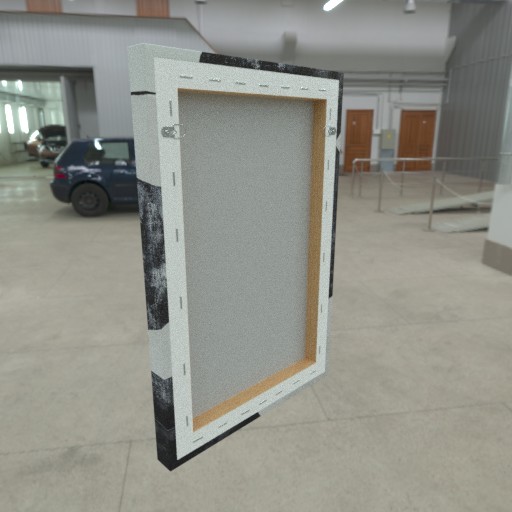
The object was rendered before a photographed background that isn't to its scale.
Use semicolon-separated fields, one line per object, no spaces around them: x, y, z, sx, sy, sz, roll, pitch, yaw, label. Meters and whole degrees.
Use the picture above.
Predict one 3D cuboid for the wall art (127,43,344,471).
0.000;0.000;0.754;0.407;0.610;0.039;-15;22;-42;wall art
